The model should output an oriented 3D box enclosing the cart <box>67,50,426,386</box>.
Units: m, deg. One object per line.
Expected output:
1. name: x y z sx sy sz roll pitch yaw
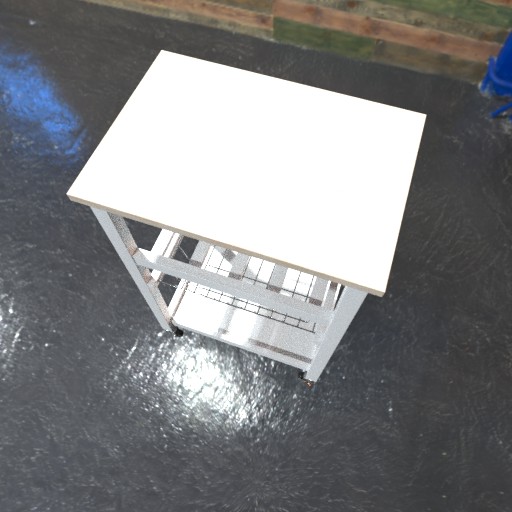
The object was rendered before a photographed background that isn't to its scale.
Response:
1. cart: 0.000 0.000 1.218 0.578 0.857 0.406 17 64 9
